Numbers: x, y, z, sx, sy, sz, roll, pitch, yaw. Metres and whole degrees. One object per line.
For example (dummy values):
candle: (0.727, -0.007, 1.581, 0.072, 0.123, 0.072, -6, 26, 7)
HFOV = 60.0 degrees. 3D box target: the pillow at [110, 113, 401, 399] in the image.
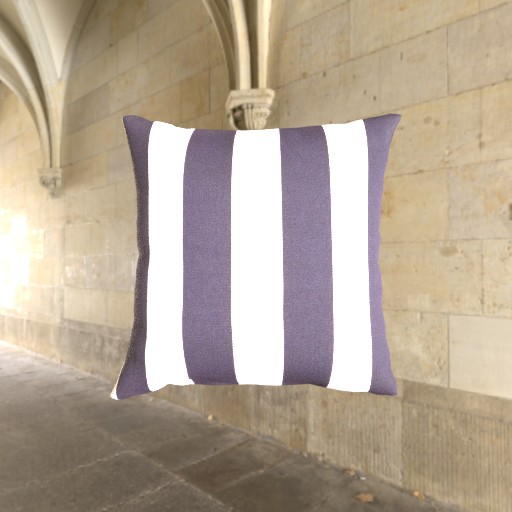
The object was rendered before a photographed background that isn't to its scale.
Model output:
pillow: (0.000, 0.000, 0.823, 0.536, 0.526, 0.189, 0, -2, 1)
